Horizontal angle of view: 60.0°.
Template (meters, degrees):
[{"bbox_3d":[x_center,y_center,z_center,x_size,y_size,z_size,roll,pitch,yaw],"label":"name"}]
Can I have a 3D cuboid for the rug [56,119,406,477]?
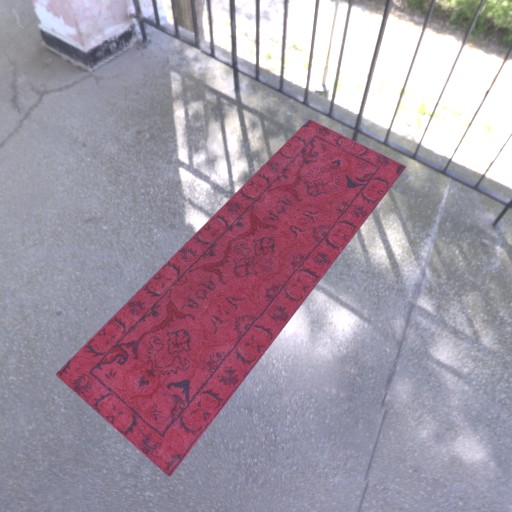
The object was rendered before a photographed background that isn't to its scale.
[{"bbox_3d":[0.000,0.000,2.717,0.813,0.018,2.439,32,63,18],"label":"rug"}]
